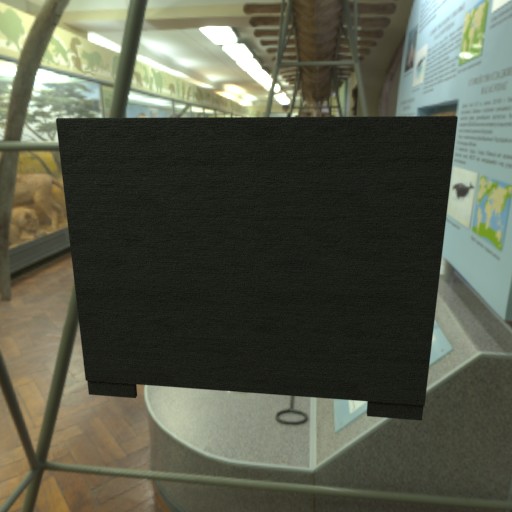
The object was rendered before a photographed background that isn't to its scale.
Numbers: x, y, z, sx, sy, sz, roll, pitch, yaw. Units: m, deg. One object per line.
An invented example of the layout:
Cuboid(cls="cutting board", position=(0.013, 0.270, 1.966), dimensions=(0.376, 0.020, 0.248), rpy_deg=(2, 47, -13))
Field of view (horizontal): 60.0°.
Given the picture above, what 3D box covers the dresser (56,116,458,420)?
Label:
Cuboid(cls="dresser", position=(0.000, 0.000, 1.387), dimensions=(0.994, 0.816, 0.404), rpy_deg=(2, 15, 7))
